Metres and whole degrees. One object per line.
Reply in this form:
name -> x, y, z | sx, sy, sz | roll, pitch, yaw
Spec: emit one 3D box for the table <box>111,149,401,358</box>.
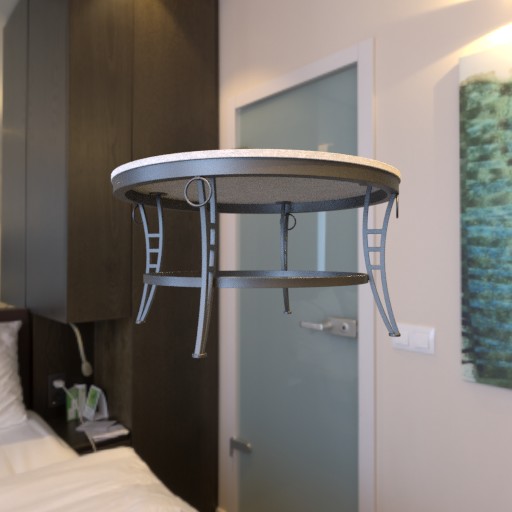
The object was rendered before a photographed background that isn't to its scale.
table -> 0.000, 0.000, 1.429 | 0.889, 0.470, 0.889 | 0, 0, 0
